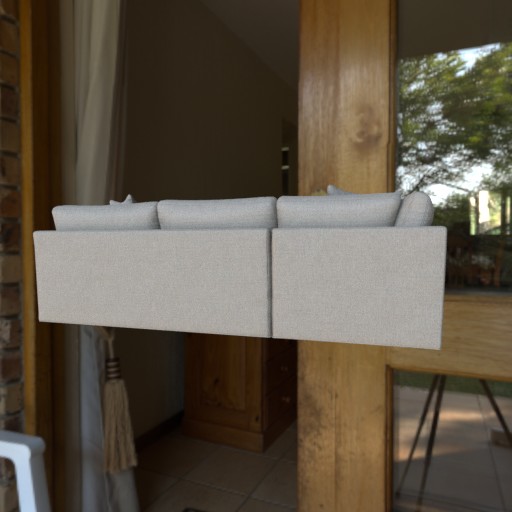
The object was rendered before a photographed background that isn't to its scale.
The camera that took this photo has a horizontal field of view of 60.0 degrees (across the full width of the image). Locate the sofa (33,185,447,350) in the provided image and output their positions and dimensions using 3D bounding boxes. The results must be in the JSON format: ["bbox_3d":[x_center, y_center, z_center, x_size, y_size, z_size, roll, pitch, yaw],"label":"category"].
[{"bbox_3d":[0.000,0.000,3.833,2.896,0.978,1.994,1,2,19],"label":"sofa"}]
